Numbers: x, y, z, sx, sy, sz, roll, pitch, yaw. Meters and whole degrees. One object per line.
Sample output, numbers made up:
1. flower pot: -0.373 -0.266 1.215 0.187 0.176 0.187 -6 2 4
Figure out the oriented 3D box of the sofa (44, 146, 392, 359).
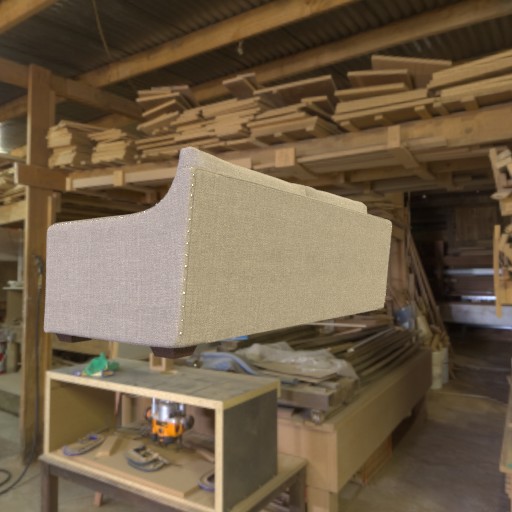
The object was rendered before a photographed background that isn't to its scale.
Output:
1. sofa: 0.000 0.000 2.758 1.000 0.857 2.208 -1 -2 35
